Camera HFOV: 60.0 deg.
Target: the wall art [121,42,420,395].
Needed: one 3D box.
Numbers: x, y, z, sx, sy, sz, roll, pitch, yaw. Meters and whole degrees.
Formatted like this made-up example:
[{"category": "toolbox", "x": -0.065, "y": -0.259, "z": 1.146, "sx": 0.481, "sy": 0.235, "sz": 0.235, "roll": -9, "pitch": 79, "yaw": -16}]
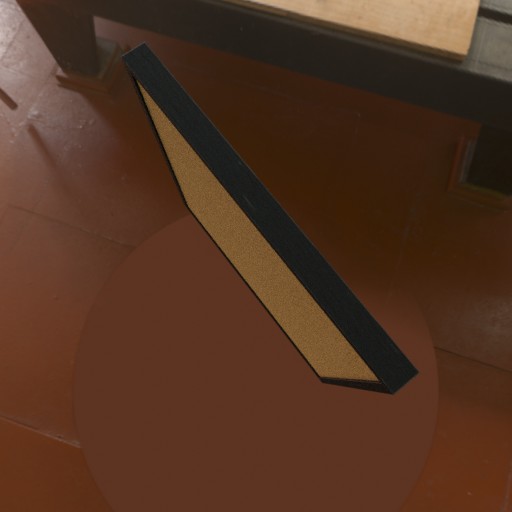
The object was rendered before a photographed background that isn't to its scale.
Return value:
[{"category": "wall art", "x": 0.000, "y": 0.000, "z": 0.746, "sx": 0.036, "sy": 0.506, "sz": 0.506, "roll": -37, "pitch": 78, "yaw": -9}]
